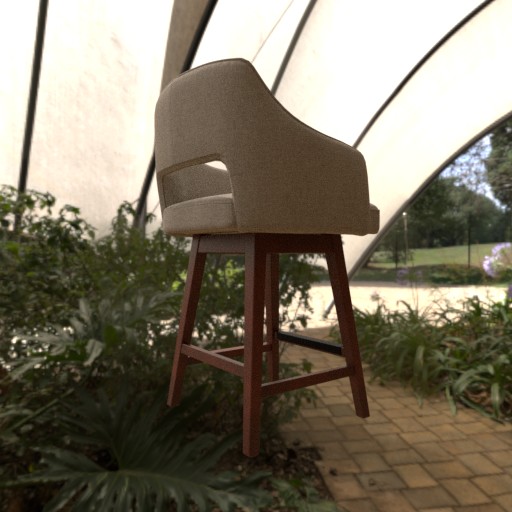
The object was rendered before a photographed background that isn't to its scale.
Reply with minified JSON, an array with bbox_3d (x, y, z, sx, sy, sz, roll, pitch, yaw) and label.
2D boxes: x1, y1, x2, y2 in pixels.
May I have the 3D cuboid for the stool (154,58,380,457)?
[{"bbox_3d":[0.000,0.000,1.328,0.558,0.944,0.599,-1,1,-36],"label":"stool"}]
